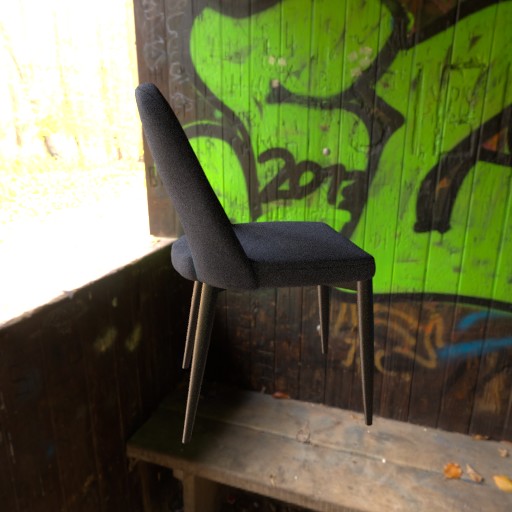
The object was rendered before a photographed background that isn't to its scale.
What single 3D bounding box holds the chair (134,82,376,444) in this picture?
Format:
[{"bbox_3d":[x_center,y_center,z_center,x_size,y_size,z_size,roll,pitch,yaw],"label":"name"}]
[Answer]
[{"bbox_3d":[0.000,0.000,1.294,0.612,0.931,0.470,-3,17,-9],"label":"chair"}]
